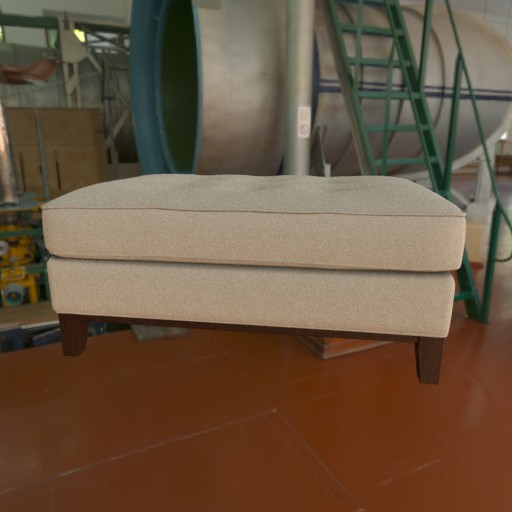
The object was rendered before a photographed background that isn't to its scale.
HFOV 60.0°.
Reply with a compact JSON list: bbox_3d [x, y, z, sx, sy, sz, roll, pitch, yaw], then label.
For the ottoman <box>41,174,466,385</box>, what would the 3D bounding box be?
[{"bbox_3d":[0.000,0.000,1.485,1.143,0.508,0.648,2,16,8],"label":"ottoman"}]
